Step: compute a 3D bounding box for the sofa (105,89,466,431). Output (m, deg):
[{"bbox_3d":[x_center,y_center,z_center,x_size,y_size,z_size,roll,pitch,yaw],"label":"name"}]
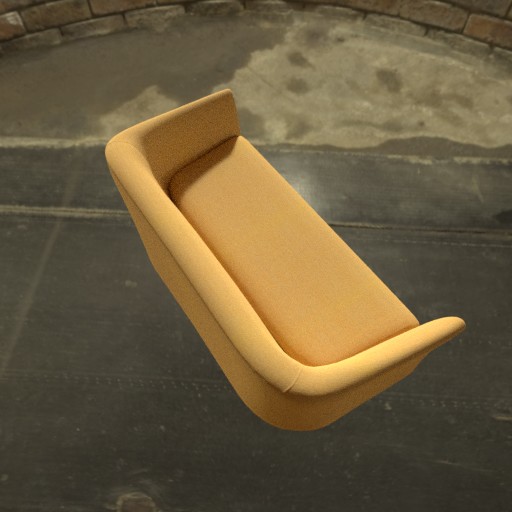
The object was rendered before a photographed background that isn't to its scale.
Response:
[{"bbox_3d":[0.000,0.000,1.846,0.705,0.721,1.452,-31,63,-17],"label":"sofa"}]
